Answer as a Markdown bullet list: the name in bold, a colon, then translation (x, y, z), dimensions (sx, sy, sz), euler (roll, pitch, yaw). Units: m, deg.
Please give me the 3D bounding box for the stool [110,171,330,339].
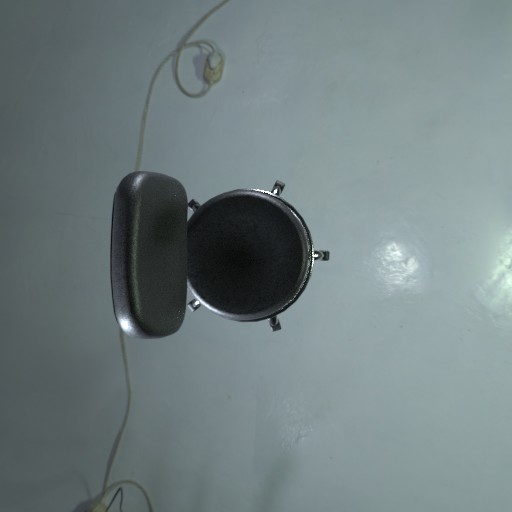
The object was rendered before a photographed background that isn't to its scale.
- **stool**: translation (0.000, 0.000, 1.522), dimensions (0.658, 1.069, 0.694), euler (0, 90, 1)
